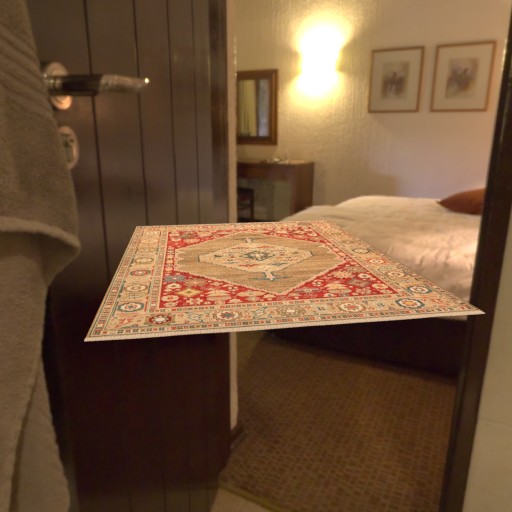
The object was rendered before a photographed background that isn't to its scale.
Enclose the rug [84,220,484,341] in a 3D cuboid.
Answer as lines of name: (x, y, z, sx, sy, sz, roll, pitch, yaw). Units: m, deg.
rug: (0.000, 0.000, 4.127, 2.451, 0.008, 3.143, -3, 16, -9)
